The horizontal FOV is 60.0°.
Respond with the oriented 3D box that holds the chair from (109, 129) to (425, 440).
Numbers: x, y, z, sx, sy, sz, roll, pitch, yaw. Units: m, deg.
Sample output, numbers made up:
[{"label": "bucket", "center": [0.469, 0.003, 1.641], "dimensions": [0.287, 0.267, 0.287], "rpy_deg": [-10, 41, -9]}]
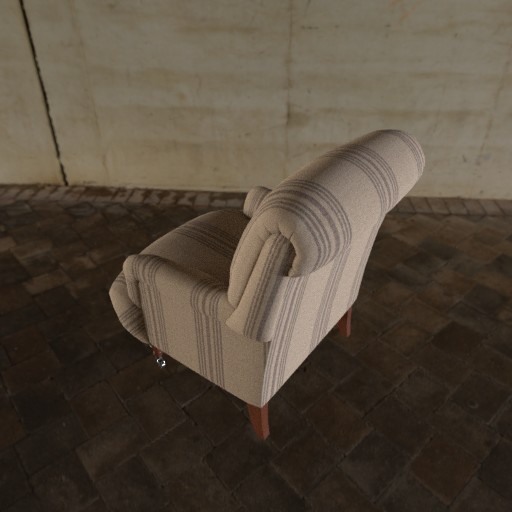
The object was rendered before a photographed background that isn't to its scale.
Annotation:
[{"label": "chair", "center": [0.000, 0.000, 1.630], "dimensions": [0.914, 0.940, 0.813], "rpy_deg": [22, 39, 30]}]
